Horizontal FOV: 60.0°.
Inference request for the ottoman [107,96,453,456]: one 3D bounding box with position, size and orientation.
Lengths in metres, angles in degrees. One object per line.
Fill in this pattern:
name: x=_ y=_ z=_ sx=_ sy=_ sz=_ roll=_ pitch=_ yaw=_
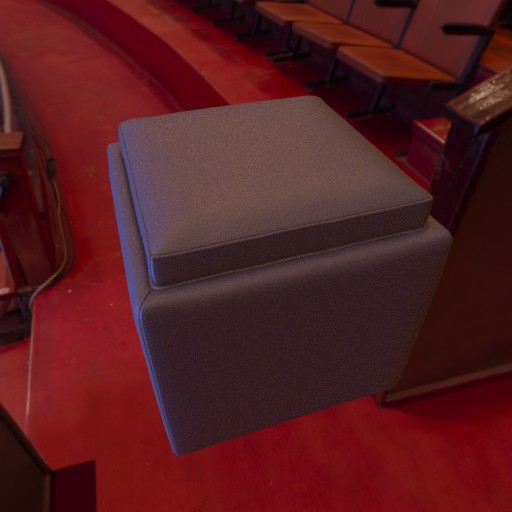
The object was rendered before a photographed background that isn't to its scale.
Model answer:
ottoman: x=0.000 y=0.000 z=0.814 sx=0.451 sy=0.460 sz=0.450 roll=-12 pitch=43 yaw=-14
